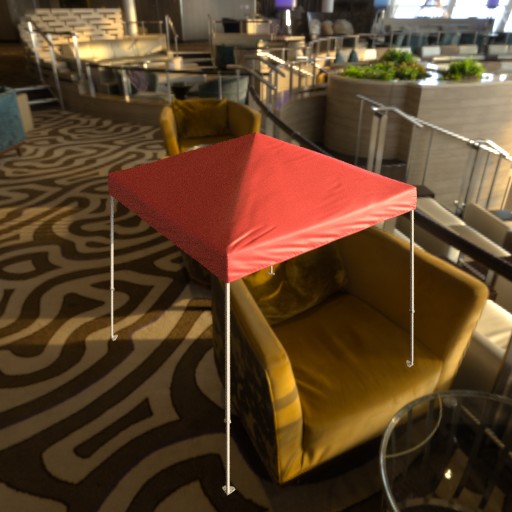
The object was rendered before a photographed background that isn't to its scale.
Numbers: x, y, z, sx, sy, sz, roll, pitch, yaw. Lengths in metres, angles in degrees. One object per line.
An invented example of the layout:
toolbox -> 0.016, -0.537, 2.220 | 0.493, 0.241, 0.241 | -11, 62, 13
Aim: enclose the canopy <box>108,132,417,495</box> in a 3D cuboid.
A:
canopy -> 0.000, 0.000, 6.515 | 3.600, 3.600, 3.599 | -20, 35, -32
